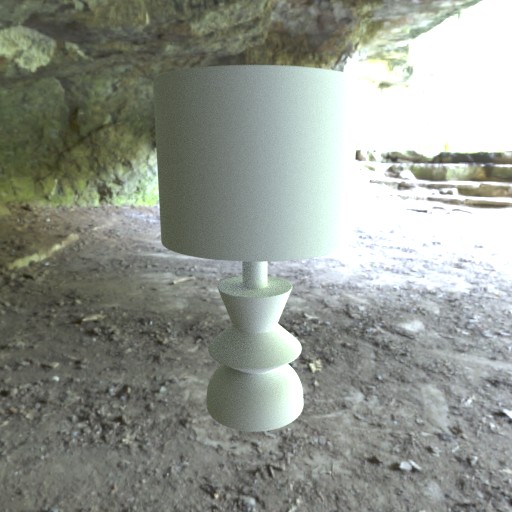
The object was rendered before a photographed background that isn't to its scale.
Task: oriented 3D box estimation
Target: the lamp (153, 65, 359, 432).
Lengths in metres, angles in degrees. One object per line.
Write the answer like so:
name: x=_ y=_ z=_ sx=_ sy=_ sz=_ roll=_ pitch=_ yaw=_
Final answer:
lamp: x=0.000 y=0.000 z=0.726 sx=0.301 sy=0.533 sz=0.301 roll=13 pitch=19 yaw=43
